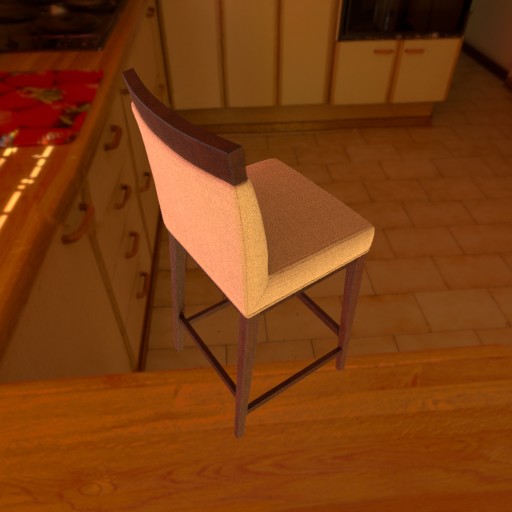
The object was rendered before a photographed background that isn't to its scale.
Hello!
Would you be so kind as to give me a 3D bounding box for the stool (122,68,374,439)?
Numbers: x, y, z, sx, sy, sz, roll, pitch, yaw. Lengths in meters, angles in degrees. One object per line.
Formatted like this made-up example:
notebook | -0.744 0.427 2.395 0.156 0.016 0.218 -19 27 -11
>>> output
stool | 0.000 0.000 1.287 0.480 1.011 0.463 -25 48 -25
